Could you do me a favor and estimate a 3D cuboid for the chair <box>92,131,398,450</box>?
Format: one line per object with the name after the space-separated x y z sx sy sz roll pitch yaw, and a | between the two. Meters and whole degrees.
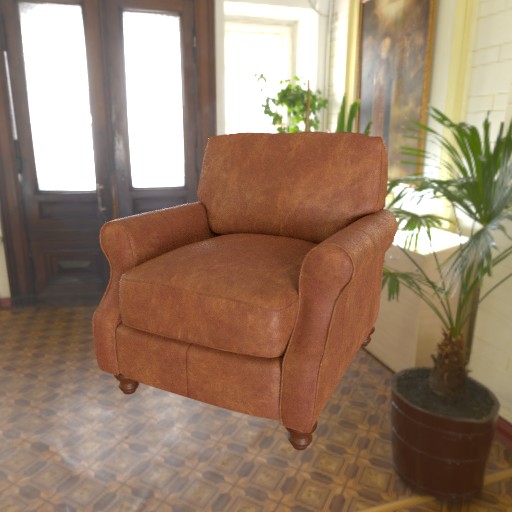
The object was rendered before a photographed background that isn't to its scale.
0.000 0.000 1.753 0.983 0.962 0.986 7 16 26 | chair
